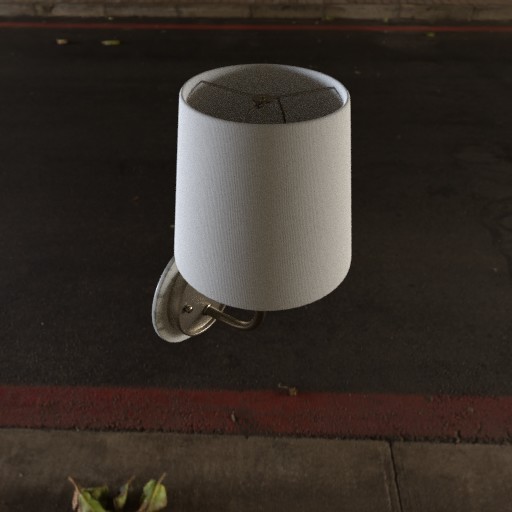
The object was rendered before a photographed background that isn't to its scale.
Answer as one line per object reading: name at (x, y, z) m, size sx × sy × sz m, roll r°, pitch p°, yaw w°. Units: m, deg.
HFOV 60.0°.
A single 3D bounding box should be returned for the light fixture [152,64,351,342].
light fixture at (0.000, 0.000, 0.448) m, size 0.188 × 0.337 × 0.168 m, roll 24°, pitch 46°, yaw 25°
